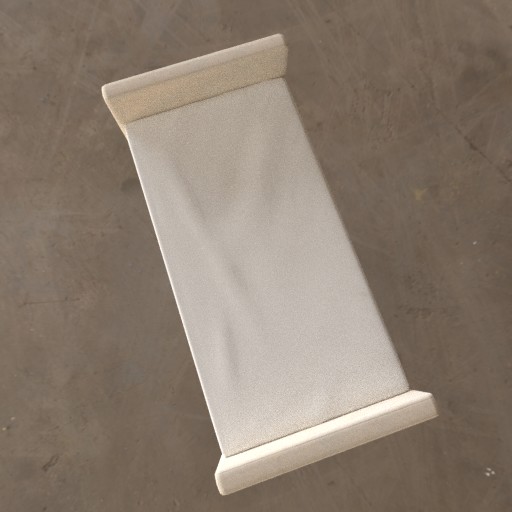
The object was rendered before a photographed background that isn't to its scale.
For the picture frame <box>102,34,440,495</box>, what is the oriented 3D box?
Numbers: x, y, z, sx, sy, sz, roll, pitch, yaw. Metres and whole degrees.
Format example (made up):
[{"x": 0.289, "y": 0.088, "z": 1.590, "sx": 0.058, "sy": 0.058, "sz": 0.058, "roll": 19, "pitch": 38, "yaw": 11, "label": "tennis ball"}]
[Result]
[{"x": 0.000, "y": 0.000, "z": 2.644, "sx": 1.069, "sy": 0.891, "sz": 2.161, "roll": -18, "pitch": 77, "yaw": -4, "label": "picture frame"}]
